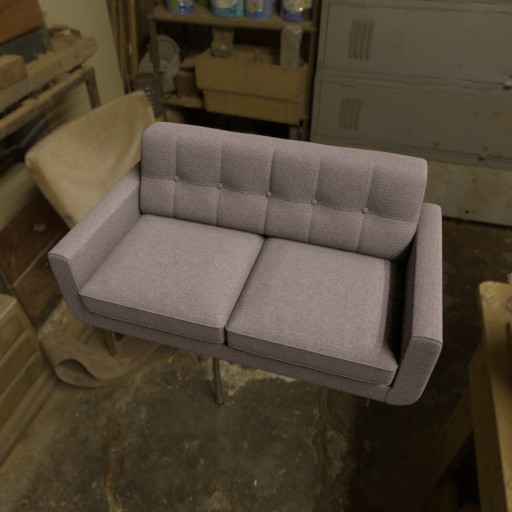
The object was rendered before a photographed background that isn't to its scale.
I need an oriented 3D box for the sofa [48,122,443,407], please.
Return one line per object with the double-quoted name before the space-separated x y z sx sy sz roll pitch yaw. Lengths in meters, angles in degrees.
"sofa" 0.000 0.000 2.121 1.631 0.841 0.909 11 43 13
